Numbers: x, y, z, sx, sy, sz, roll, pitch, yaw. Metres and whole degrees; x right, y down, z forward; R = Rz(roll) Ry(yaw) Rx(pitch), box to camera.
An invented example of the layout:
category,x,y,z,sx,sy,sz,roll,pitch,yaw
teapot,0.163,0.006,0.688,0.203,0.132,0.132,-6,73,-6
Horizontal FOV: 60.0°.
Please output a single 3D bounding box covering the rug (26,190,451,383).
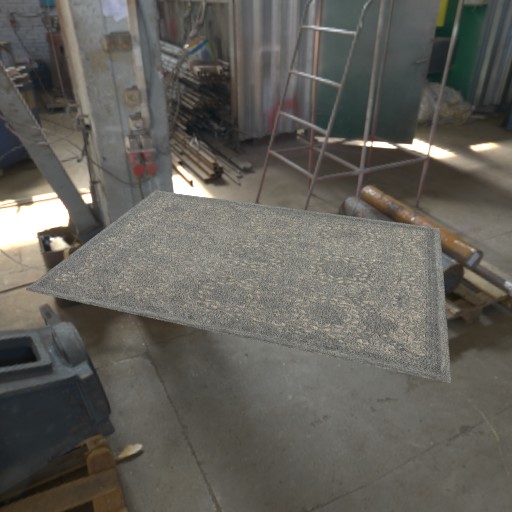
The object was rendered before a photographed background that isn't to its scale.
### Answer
category,x,y,z,sx,sy,sz,roll,pitch,yaw
rug,0.000,0.000,2.279,1.819,0.012,1.208,9,32,15
